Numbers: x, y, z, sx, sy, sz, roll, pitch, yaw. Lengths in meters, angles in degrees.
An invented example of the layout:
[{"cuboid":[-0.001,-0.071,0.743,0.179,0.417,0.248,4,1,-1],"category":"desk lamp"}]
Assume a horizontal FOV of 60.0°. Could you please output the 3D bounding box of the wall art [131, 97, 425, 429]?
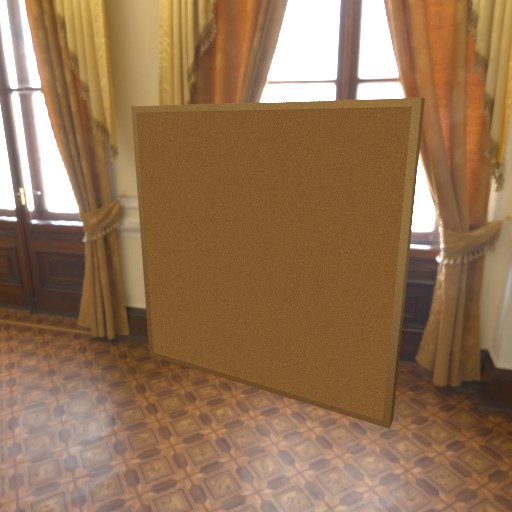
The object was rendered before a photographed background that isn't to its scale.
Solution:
[{"cuboid":[0.000,0.000,1.166,0.762,0.762,0.038,9,18,27],"category":"wall art"}]
